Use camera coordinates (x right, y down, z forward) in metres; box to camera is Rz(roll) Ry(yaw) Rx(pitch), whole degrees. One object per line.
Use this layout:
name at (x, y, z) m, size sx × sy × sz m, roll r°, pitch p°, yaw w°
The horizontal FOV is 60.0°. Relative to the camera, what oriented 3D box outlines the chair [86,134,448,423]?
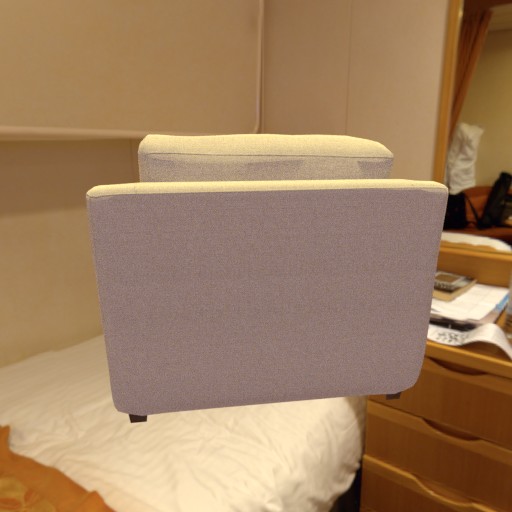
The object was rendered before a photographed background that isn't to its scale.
chair at (0.000, 0.000, 1.940) m, size 1.178 × 1.016 × 1.009 m, roll -2°, pitch 14°, yaw -9°
